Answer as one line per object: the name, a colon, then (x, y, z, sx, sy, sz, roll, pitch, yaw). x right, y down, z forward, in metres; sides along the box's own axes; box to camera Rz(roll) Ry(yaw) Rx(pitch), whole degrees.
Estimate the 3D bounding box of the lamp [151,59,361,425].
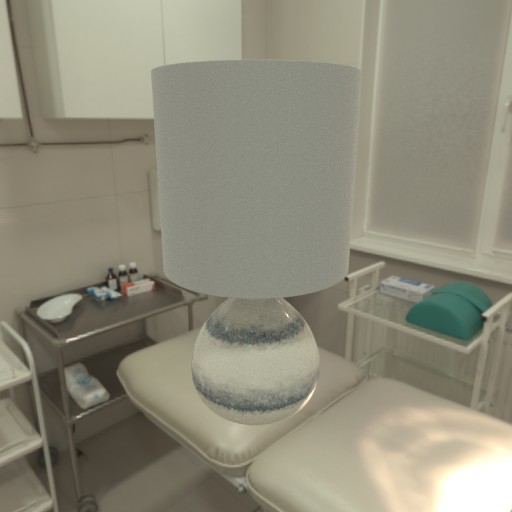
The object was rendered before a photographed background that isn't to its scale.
lamp: (0.000, 0.000, 0.527, 0.216, 0.404, 0.216, 16, 23, 42)
